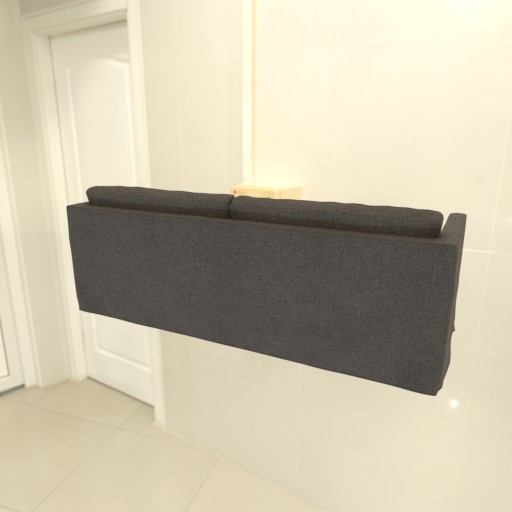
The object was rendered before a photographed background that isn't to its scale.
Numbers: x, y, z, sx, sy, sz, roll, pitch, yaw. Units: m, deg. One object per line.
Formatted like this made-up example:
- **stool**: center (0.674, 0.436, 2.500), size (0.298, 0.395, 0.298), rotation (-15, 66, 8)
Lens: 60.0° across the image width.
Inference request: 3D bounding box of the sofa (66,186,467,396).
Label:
- **sofa**: center (0.000, 0.000, 3.289), size (2.779, 0.998, 1.036), rotation (8, 17, 26)
